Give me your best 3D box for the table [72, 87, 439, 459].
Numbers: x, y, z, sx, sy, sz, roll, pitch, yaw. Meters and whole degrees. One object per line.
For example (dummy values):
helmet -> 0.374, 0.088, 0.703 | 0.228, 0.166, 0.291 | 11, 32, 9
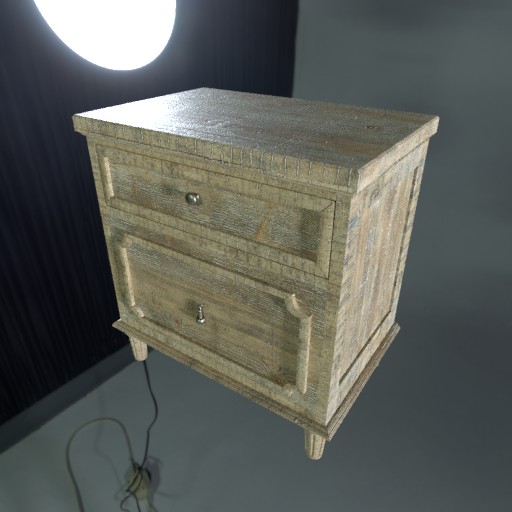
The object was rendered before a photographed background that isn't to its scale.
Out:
table -> 0.000, 0.000, 1.151 | 0.686, 0.711, 0.457 | 19, 35, 29
